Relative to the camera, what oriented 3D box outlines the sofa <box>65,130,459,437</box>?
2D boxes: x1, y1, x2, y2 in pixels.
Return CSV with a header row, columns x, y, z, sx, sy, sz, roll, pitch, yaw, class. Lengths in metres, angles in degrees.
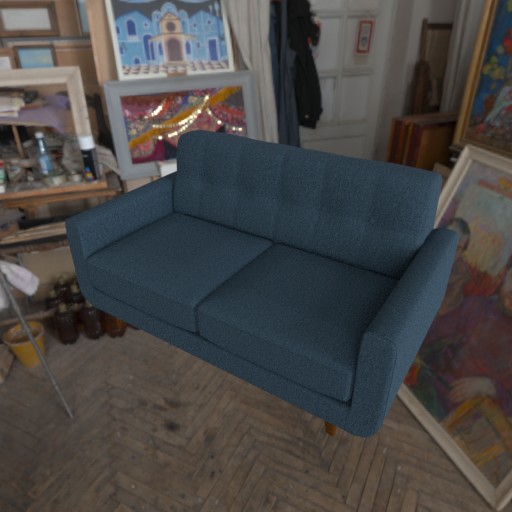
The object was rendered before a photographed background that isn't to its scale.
x,y,z,sx,sy,sz,roll,pitch,yaw,class
0.000,0.000,2.170,1.651,0.896,0.942,18,35,28,sofa
